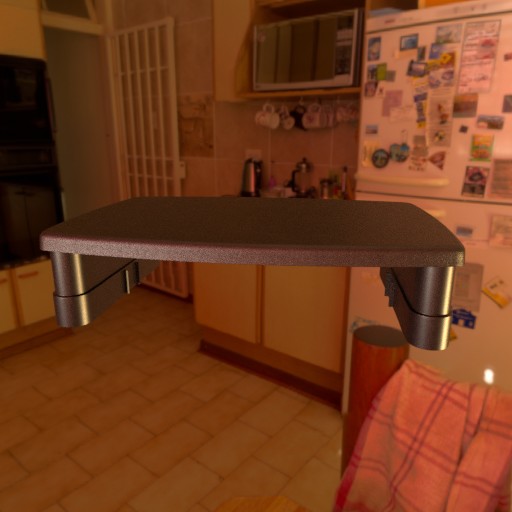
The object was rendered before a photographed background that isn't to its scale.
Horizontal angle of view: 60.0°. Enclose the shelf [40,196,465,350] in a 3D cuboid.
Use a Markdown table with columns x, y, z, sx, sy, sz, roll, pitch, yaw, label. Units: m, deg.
| x | y | z | sx | sy | sz | roll | pitch | yaw | label |
| --- | --- | --- | --- | --- | --- | --- | --- | --- | --- |
| 0.000 | 0.000 | 0.524 | 0.410 | 0.100 | 0.280 | 2 | 16 | 8 | shelf |
